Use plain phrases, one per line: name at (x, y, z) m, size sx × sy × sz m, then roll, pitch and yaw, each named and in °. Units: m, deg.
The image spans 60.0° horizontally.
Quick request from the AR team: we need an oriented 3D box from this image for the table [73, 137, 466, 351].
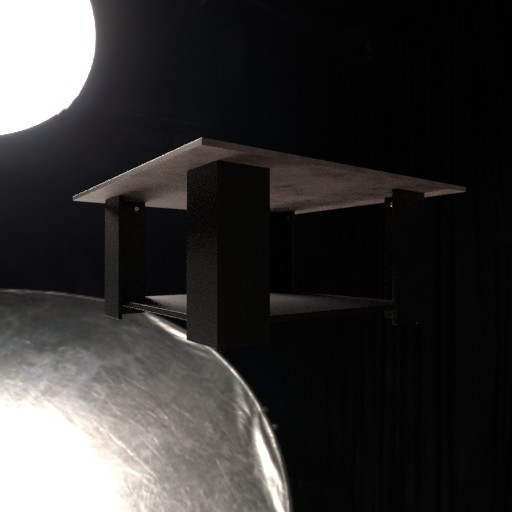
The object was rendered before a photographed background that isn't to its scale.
table at (0.000, 0.000, 1.058) m, size 0.670 × 0.305 × 0.670 m, roll 1°, pitch -1°, yaw -36°
